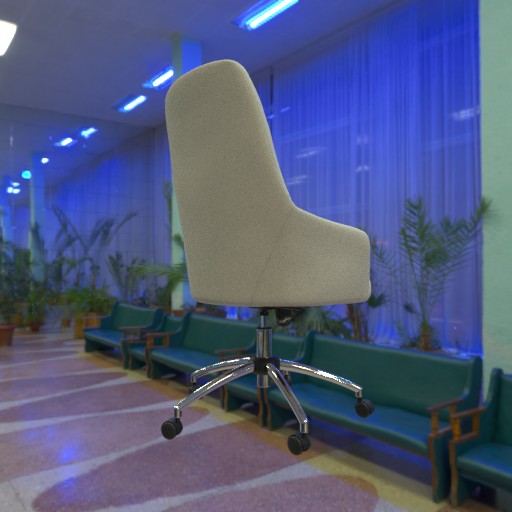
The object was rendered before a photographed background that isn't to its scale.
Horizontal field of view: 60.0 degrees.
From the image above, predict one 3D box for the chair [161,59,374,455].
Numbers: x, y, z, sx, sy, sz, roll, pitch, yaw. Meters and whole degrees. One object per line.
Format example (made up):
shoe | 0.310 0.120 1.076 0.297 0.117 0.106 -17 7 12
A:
chair | 0.000 0.000 1.445 0.640 1.049 0.620 0 -1 -37
